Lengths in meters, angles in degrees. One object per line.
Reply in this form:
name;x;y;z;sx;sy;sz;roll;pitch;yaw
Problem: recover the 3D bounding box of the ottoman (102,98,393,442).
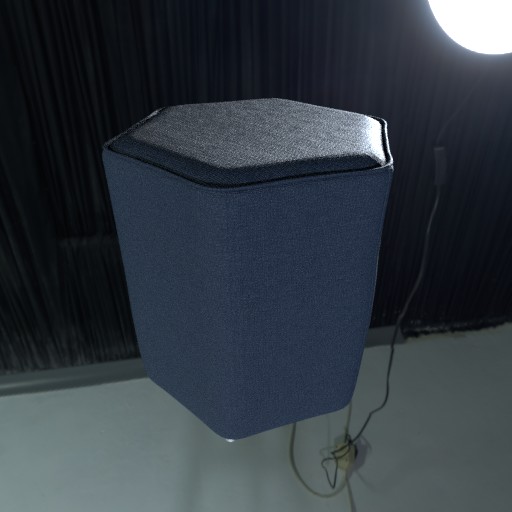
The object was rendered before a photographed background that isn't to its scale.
ottoman;0.000;0.000;0.860;0.492;0.505;0.454;-8;33;-12
